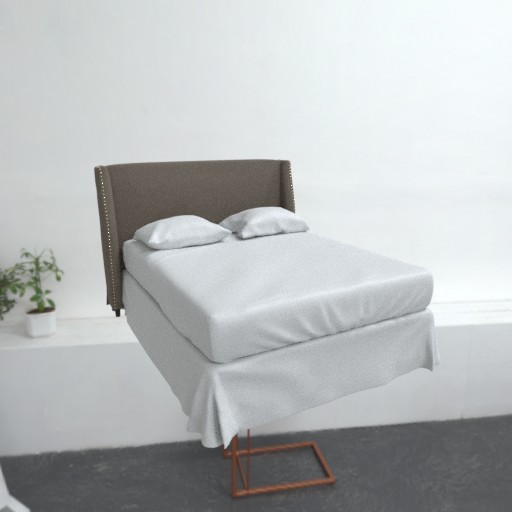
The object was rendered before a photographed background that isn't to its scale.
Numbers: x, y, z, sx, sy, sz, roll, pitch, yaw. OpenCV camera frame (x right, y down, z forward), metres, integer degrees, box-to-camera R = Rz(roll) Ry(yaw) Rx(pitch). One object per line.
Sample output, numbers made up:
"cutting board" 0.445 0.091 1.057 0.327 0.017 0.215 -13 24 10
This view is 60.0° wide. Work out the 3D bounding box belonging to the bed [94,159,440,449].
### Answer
"bed" 0.000 0.000 3.425 1.925 1.332 2.276 -8 18 -28
